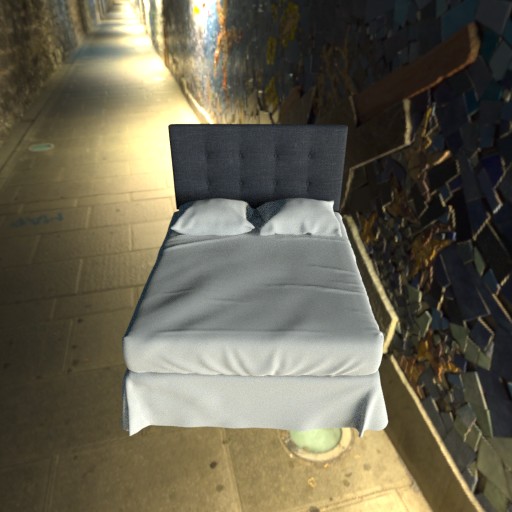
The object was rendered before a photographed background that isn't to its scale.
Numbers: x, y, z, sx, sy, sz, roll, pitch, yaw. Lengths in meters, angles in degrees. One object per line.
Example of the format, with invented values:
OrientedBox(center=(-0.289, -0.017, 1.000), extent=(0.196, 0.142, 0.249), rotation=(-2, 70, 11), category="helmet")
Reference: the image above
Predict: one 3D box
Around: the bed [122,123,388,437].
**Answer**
OrientedBox(center=(0.000, 0.000, 3.559), extent=(1.936, 1.577, 2.222), rotation=(1, 31, 1), category="bed")
